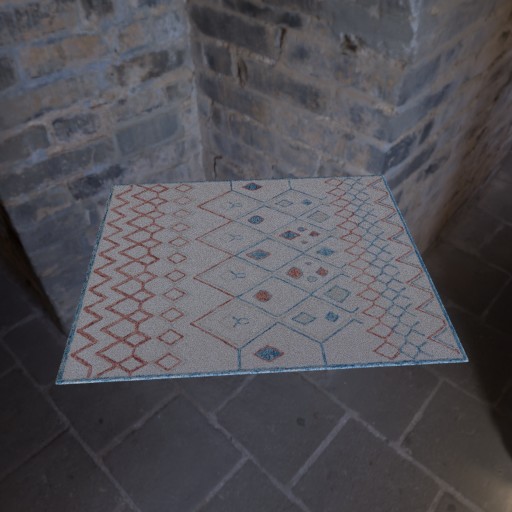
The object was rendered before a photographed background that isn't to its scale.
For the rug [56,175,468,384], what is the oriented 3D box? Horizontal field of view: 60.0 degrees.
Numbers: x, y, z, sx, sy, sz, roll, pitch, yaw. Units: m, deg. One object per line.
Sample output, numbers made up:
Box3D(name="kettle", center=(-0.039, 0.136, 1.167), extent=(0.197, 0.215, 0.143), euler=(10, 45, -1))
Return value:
Box3D(name="rug", center=(0.000, 0.000, 4.124), extent=(3.050, 0.016, 2.441), euler=(-3, 45, -3))
